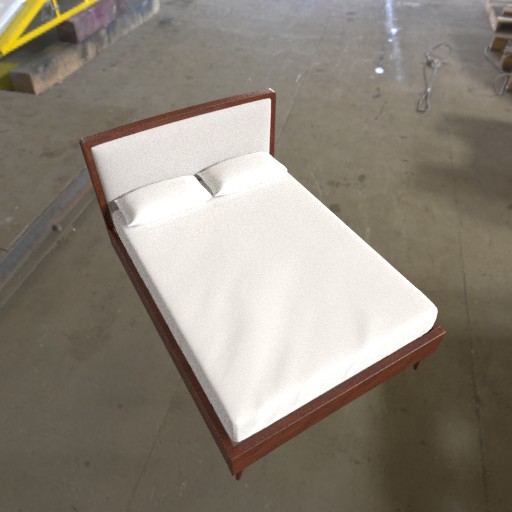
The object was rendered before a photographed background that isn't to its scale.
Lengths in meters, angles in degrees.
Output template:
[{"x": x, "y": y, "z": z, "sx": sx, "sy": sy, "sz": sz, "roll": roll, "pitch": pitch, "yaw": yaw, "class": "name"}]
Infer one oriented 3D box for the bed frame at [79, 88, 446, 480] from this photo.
[{"x": 0.000, "y": 0.000, "z": 3.136, "sx": 1.587, "sy": 1.279, "sz": 2.171, "roll": -23, "pitch": 49, "yaw": -21, "class": "bed frame"}]
